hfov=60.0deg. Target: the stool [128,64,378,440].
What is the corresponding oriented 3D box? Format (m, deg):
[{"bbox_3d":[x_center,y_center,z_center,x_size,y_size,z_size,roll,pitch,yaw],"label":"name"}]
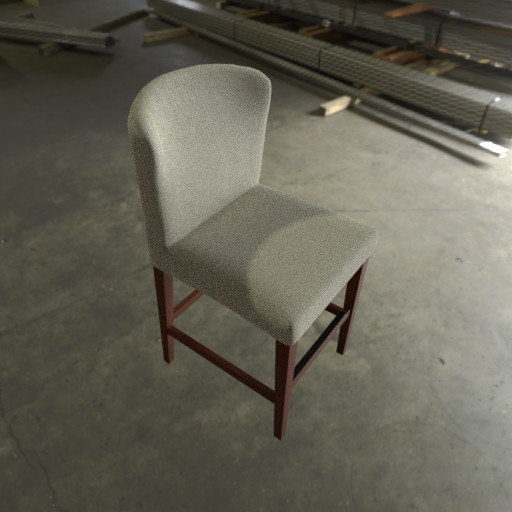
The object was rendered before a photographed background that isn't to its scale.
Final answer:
[{"bbox_3d":[0.000,0.000,1.325,0.568,0.969,0.481,26,47,27],"label":"stool"}]
